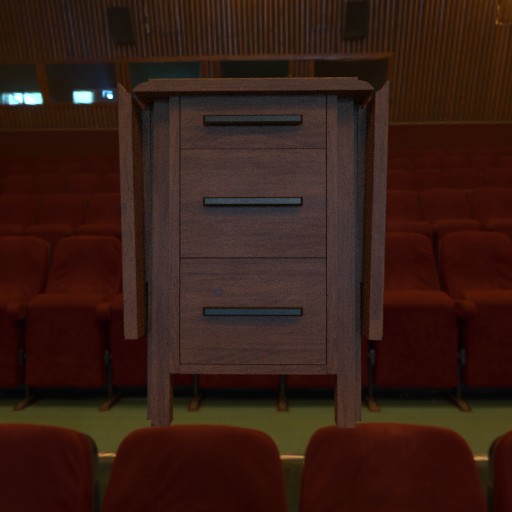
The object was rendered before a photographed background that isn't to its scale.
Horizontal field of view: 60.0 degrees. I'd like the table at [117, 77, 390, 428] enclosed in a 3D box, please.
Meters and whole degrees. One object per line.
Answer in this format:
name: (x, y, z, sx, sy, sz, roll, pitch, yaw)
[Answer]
table: (0.000, 0.000, 1.328, 0.591, 0.763, 0.746, 0, 0, 1)
